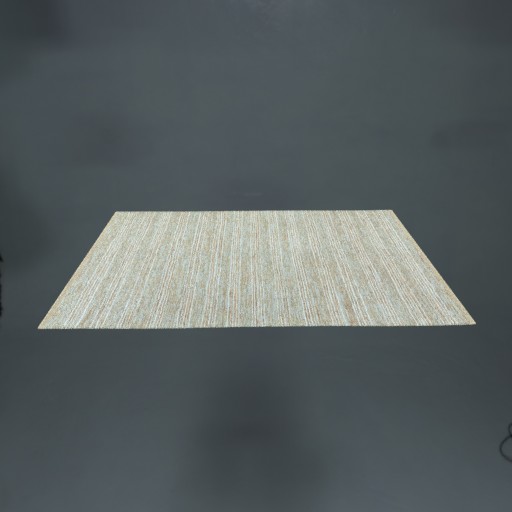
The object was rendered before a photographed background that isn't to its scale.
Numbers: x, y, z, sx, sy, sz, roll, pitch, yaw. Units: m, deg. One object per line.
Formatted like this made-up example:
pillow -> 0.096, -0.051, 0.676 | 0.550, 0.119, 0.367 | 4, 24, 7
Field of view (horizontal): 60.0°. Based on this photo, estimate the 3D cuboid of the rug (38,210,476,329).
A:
rug -> 0.000, 0.000, 2.384 | 1.824, 0.010, 1.240 | 0, 28, -1
